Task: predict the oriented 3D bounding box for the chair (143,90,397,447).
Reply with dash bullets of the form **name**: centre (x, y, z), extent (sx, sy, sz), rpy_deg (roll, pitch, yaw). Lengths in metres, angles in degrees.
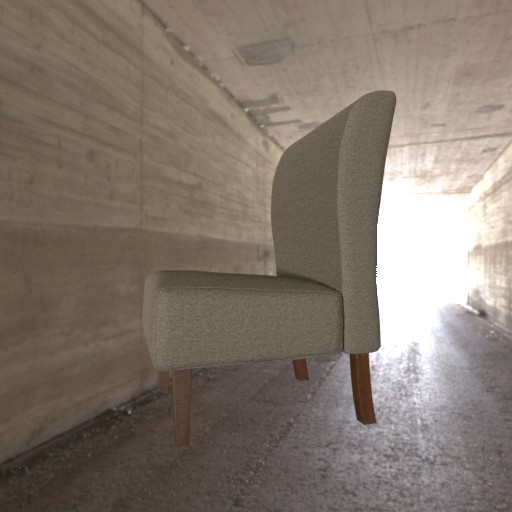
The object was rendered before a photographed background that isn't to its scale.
- **chair**: centre (0.000, 0.000, 1.202), extent (0.592, 0.804, 0.513), rpy_deg (0, 0, -17)
